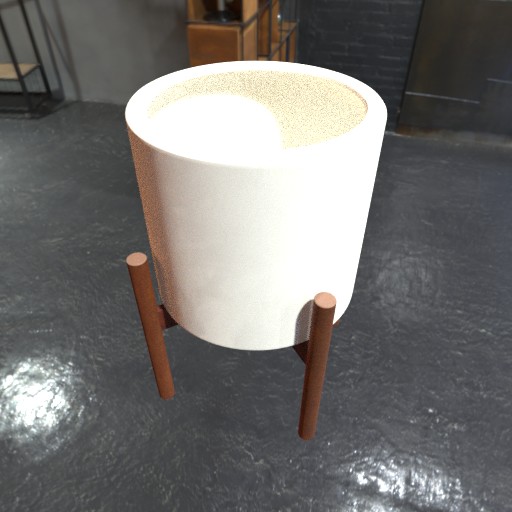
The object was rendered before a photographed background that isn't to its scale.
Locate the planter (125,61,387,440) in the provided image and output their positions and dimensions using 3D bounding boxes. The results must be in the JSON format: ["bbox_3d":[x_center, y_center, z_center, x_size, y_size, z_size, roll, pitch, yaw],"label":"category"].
[{"bbox_3d":[0.000,0.000,0.501,0.224,0.358,0.224,11,41,13],"label":"planter"}]
